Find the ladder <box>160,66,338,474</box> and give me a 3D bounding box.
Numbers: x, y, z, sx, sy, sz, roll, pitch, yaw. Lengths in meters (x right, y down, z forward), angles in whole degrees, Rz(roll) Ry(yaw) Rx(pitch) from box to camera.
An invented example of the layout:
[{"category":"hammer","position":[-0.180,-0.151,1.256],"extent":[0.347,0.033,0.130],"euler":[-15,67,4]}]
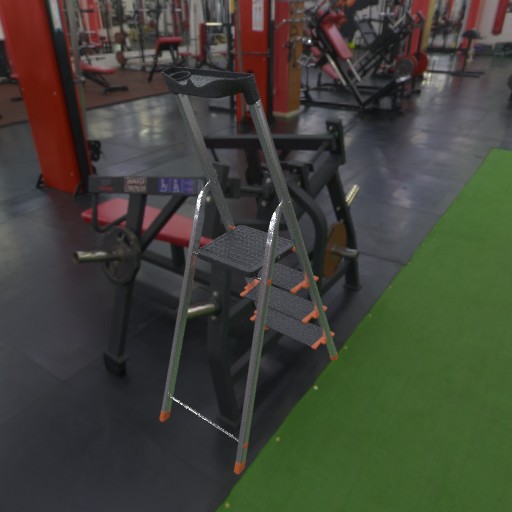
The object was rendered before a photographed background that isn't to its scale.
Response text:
[{"category":"ladder","position":[0.000,0.000,1.784],"extent":[0.452,1.429,0.834],"euler":[20,35,31]}]
